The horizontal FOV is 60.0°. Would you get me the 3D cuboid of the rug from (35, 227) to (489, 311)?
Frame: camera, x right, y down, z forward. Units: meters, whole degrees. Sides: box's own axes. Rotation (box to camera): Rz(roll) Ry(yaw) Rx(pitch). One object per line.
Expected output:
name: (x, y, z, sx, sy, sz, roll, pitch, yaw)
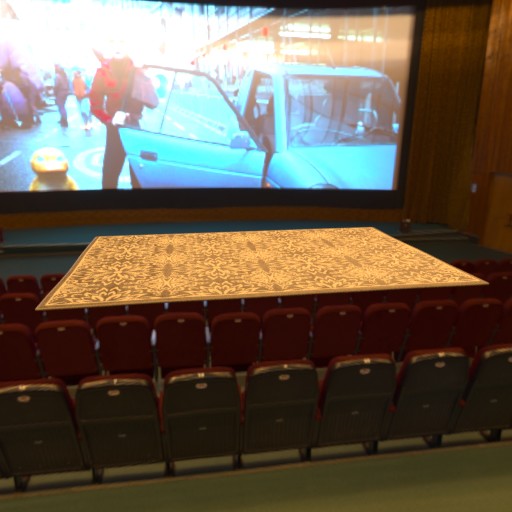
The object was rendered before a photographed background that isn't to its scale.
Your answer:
rug: (0.000, 0.000, 2.356, 1.847, 0.012, 1.224, -2, 15, -9)
